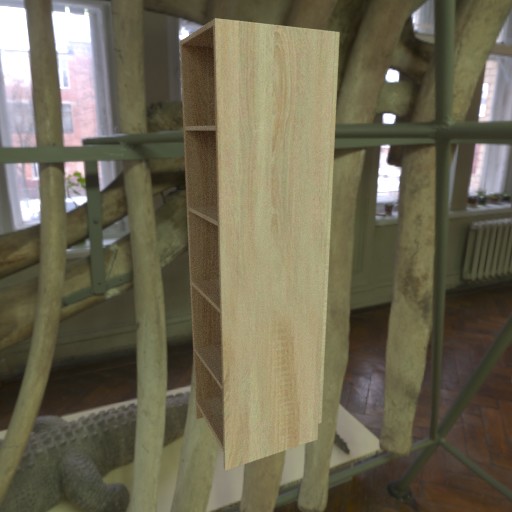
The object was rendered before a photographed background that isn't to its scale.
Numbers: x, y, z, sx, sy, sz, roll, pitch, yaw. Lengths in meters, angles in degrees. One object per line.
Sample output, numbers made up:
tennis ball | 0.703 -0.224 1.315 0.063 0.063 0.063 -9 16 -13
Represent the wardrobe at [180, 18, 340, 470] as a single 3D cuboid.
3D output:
wardrobe | 0.000 0.000 2.347 0.588 2.117 0.496 -7 17 -24
